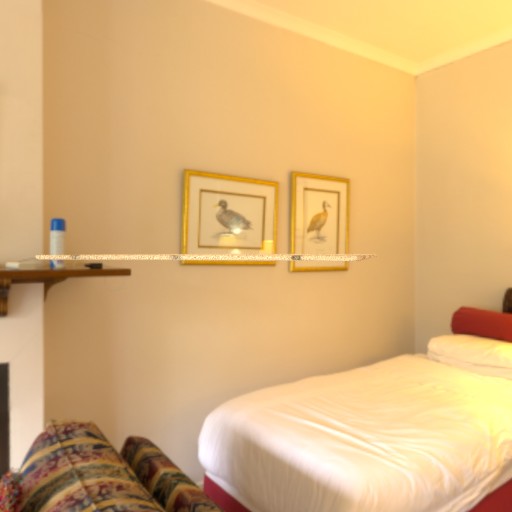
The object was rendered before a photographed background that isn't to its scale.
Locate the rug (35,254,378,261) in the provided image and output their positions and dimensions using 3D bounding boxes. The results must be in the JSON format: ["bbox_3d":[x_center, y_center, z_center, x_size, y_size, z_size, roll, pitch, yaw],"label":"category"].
[{"bbox_3d":[0.000,0.000,3.527,1.801,0.026,2.701,0,0,17],"label":"rug"}]
